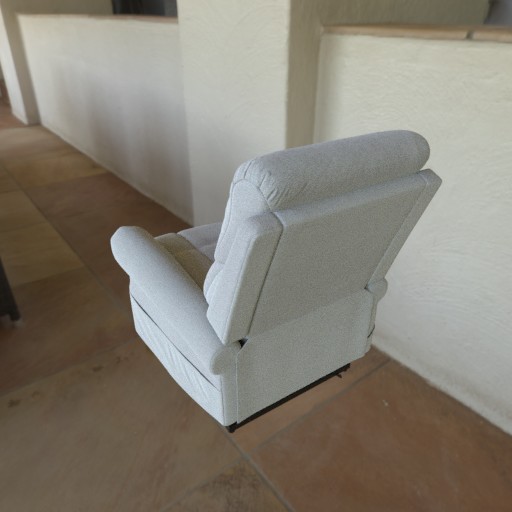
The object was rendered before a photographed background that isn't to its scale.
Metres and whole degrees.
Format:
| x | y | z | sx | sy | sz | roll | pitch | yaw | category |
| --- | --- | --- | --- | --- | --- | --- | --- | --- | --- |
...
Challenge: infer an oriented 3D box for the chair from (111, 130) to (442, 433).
| x | y | z | sx | sy | sz | roll | pitch | yaw | category |
| --- | --- | --- | --- | --- | --- | --- | --- | --- | --- |
| 0.000 | 0.000 | 1.666 | 0.871 | 1.031 | 0.979 | -18 | 34 | -29 | chair |
